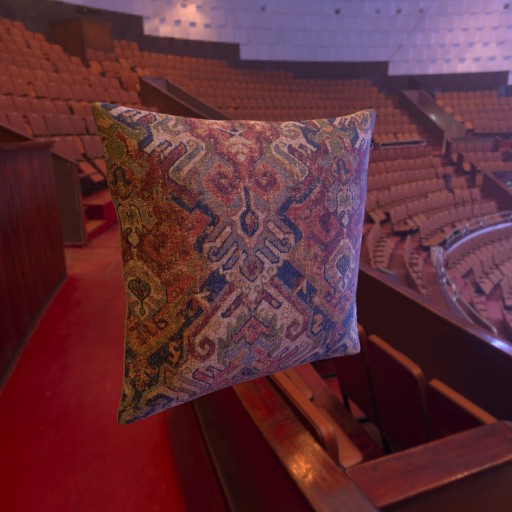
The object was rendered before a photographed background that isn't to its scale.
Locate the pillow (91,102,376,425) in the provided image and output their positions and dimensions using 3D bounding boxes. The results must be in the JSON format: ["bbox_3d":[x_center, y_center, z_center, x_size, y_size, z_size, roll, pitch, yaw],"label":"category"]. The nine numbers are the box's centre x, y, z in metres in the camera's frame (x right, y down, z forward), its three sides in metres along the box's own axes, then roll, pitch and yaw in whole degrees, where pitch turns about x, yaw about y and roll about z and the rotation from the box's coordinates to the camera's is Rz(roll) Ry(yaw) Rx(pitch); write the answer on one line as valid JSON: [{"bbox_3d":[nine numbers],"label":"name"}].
[{"bbox_3d":[0.000,0.000,0.786,0.523,0.506,0.166,-9,18,-28],"label":"pillow"}]
